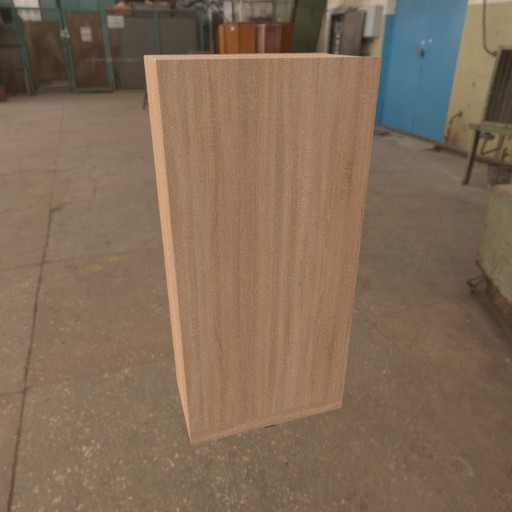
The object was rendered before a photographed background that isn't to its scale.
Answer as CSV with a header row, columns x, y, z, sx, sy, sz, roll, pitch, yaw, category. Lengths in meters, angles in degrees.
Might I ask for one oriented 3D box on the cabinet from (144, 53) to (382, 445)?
x,y,z,sx,sy,sz,roll,pitch,yaw,category
0.000,0.000,2.571,1.001,2.121,0.590,-8,27,-16,cabinet
